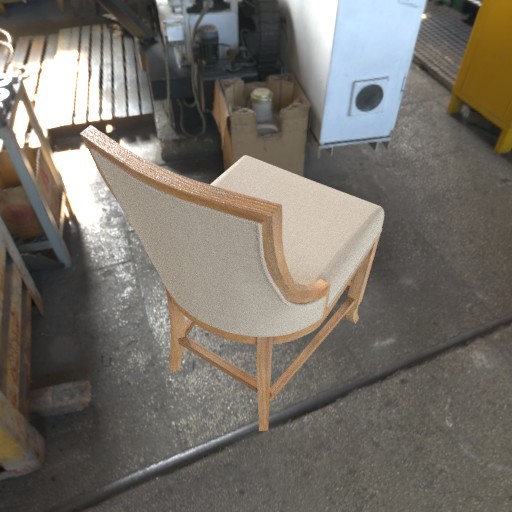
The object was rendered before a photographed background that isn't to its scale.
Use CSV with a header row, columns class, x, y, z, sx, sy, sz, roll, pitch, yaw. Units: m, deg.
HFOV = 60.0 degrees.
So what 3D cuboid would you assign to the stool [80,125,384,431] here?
class,x,y,z,sx,sy,sz,roll,pitch,yaw
stool,0.000,0.000,1.265,0.524,0.938,0.626,26,52,22
